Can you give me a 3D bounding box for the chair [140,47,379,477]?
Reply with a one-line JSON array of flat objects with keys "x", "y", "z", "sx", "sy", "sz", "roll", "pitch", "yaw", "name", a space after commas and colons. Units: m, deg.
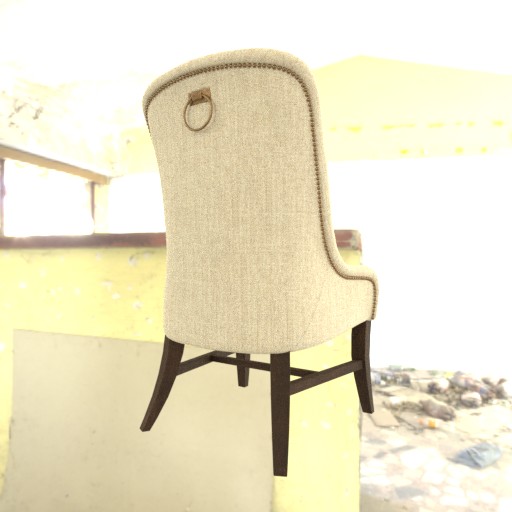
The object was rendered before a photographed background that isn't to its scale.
[{"x": 0.000, "y": 0.000, "z": 1.458, "sx": 0.634, "sy": 1.091, "sz": 0.629, "roll": 0, "pitch": 0, "yaw": 35, "name": "chair"}]
